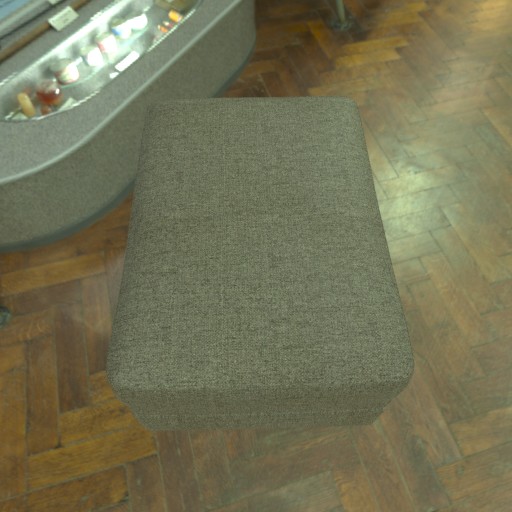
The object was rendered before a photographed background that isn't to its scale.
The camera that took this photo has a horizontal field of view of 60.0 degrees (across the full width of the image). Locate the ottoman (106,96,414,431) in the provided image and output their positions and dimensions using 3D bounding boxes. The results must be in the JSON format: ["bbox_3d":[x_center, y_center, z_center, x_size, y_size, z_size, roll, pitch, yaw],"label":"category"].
[{"bbox_3d":[0.000,0.000,1.247,0.637,0.478,0.885,-1,57,-1],"label":"ottoman"}]
